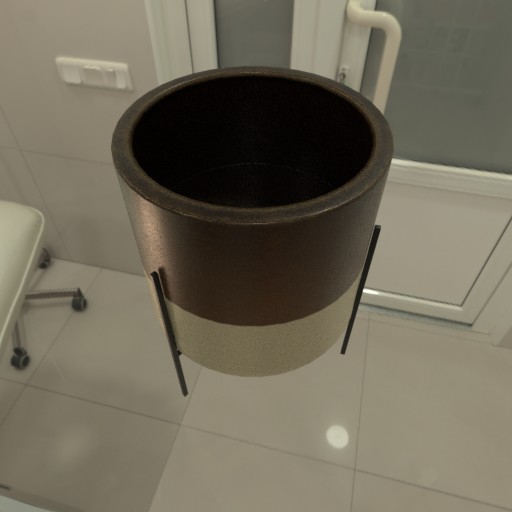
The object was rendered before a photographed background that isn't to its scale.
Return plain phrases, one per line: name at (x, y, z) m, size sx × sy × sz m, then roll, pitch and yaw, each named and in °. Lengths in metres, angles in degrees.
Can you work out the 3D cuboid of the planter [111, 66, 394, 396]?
planter at (0.000, 0.000, 0.714) m, size 0.354 × 0.465 × 0.345 m, roll 10°, pitch 48°, yaw 9°
